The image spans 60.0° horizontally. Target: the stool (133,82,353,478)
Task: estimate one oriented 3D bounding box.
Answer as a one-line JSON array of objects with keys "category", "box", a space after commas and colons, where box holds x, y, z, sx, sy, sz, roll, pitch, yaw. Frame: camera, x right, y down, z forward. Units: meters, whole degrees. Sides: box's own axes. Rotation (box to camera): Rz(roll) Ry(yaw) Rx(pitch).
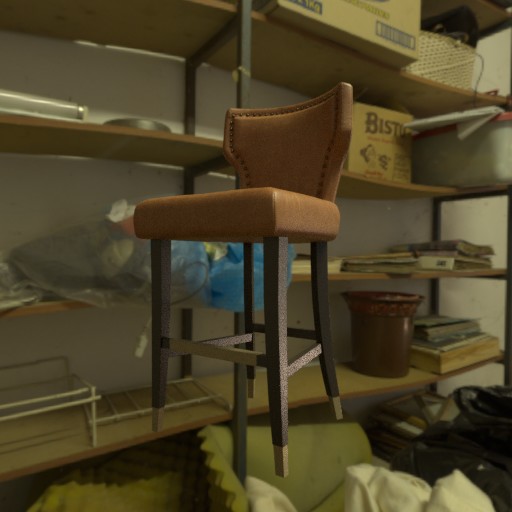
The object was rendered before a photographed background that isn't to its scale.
[{"category": "stool", "box": [0.000, 0.000, 1.404, 0.526, 1.092, 0.563, 1, 1, 36]}]
